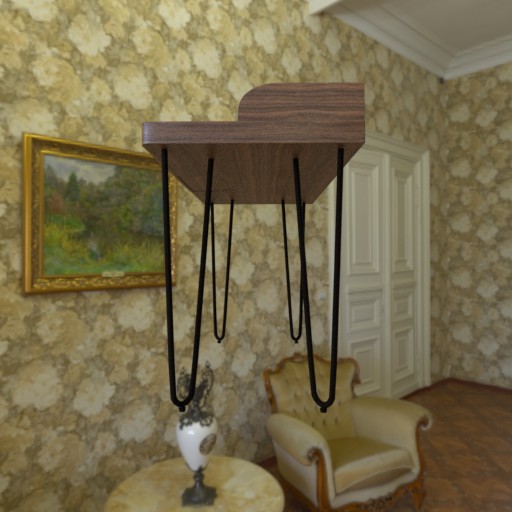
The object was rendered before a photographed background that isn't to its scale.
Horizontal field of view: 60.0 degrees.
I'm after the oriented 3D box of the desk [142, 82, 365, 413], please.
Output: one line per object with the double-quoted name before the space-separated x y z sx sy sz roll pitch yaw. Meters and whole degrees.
"desk" 0.000 0.000 1.703 0.565 0.854 1.200 0 -1 1
